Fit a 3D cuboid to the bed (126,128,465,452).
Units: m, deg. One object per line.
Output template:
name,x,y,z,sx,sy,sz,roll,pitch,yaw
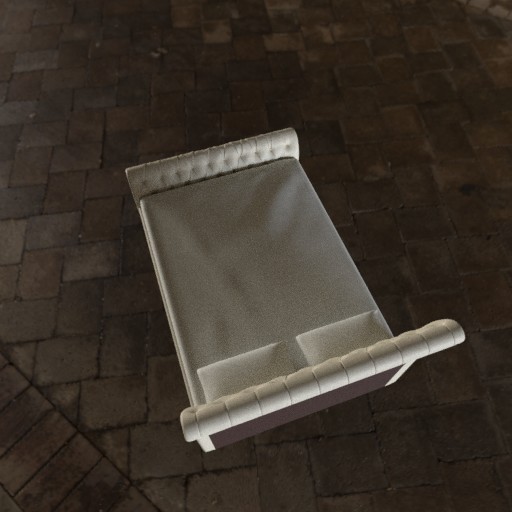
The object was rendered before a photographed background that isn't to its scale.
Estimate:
bed,0.000,0.000,3.444,1.606,1.268,2.493,-17,60,-10
